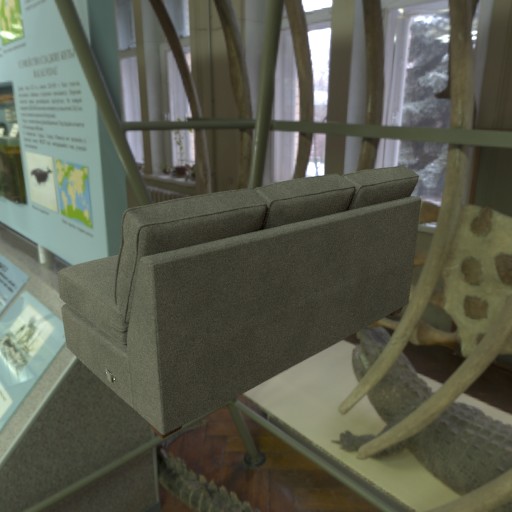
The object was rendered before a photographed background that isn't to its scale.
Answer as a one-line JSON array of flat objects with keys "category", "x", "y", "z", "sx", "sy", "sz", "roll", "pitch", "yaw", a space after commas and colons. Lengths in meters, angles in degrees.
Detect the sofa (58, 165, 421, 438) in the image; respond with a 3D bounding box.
[{"category": "sofa", "x": 0.000, "y": 0.000, "z": 2.588, "sx": 1.962, "sy": 0.973, "sz": 1.027, "roll": -15, "pitch": 23, "yaw": -41}]
